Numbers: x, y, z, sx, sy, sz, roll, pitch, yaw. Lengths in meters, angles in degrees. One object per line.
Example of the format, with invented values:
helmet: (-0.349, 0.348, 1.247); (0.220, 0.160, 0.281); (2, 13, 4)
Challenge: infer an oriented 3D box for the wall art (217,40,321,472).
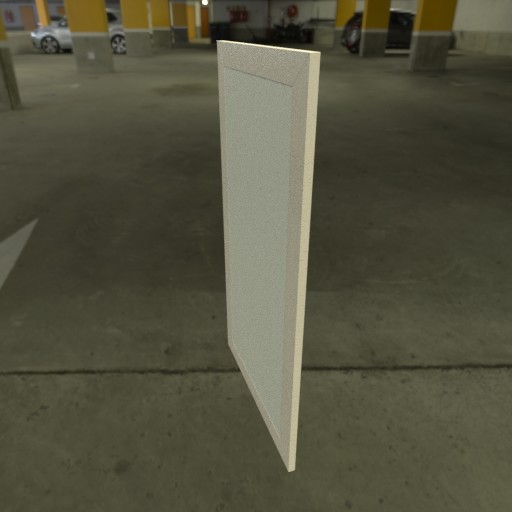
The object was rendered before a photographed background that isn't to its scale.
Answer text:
wall art: (0.000, 0.000, 0.794); (0.013, 0.683, 0.380); (-9, 29, -17)
